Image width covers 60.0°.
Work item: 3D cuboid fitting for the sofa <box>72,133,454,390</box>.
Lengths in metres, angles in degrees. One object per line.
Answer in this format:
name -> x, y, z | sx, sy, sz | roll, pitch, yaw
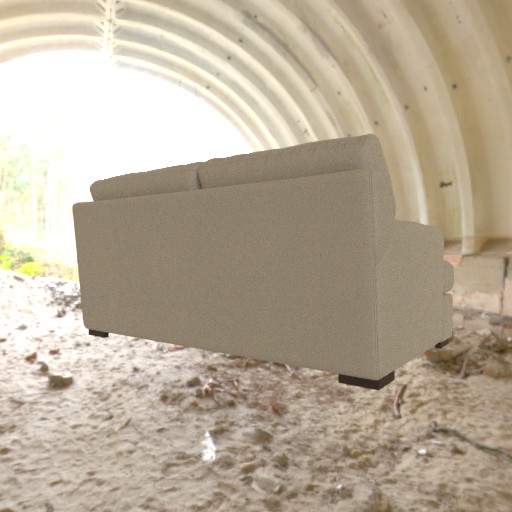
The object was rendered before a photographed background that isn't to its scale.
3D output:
sofa -> 0.000, 0.000, 2.456 | 1.880, 0.940, 1.143 | 0, 1, 37
